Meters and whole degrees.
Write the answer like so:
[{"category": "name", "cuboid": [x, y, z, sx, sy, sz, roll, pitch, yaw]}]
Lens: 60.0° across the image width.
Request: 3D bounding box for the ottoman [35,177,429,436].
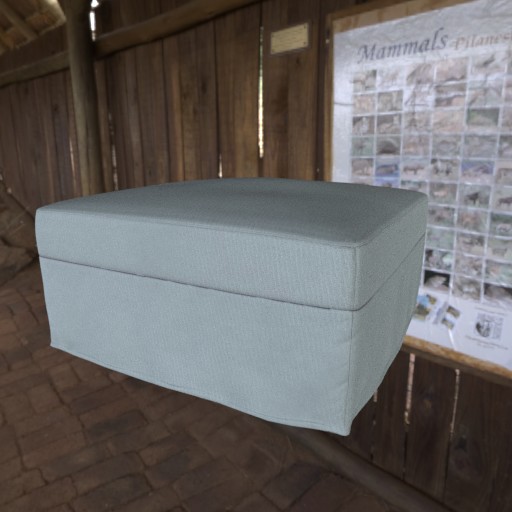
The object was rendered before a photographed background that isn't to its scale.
[{"category": "ottoman", "cuboid": [0.000, 0.000, 1.291, 0.842, 0.441, 0.843, 8, 16, 27]}]
